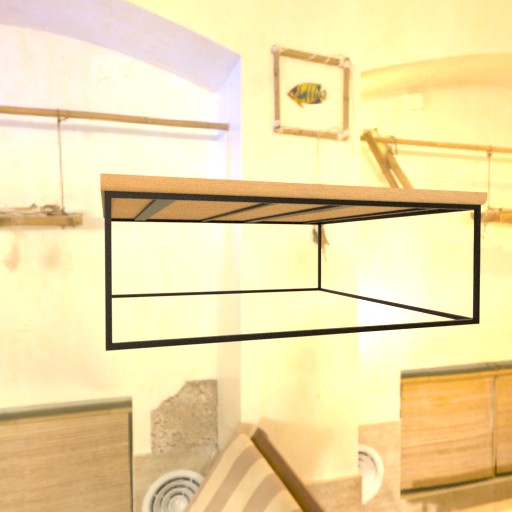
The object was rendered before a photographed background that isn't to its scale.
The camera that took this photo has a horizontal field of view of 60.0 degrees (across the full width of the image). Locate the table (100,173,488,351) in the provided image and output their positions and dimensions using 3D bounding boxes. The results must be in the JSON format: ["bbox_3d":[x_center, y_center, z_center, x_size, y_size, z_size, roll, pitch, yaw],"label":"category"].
[{"bbox_3d":[0.000,0.000,1.683,1.100,0.400,1.100,0,1,-19],"label":"table"}]
